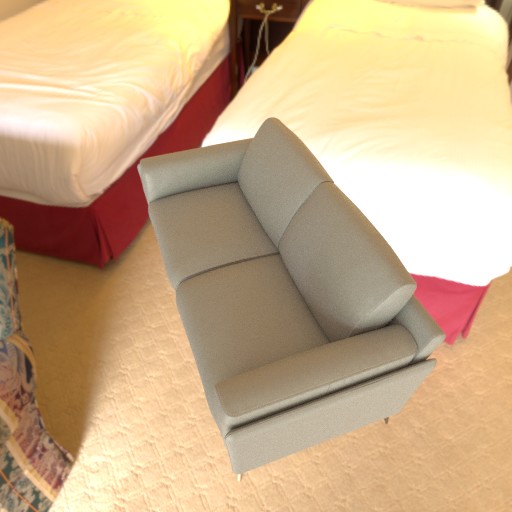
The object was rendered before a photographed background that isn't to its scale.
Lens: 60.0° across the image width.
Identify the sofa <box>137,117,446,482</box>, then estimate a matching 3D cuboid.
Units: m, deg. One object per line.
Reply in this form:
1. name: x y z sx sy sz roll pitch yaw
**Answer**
1. sofa: 0.000 0.000 2.653 1.049 0.930 2.101 -15 47 -14
